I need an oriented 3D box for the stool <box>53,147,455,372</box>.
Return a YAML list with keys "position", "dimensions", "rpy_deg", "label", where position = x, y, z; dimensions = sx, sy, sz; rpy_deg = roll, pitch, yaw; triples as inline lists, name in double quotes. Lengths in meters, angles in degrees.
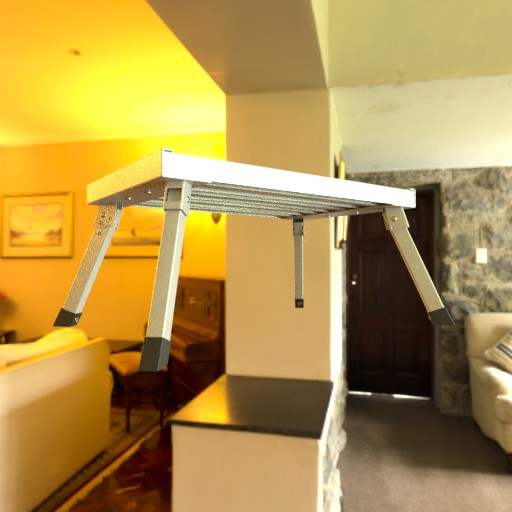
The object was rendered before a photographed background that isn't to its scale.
- position: [0.000, 0.000, 0.718]
  dimensions: [0.535, 0.225, 0.385]
  rpy_deg: [1, -1, -36]
  label: "stool"
